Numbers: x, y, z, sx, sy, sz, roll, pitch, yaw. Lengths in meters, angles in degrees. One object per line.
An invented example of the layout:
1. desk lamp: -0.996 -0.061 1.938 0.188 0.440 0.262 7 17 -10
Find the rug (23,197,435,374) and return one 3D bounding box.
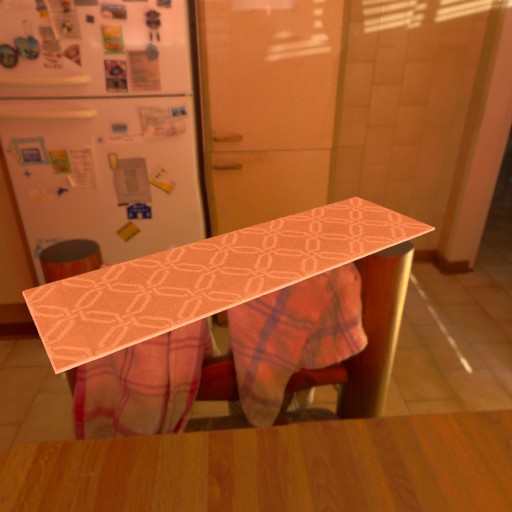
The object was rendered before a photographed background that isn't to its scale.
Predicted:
1. rug: 0.000 0.000 2.463 2.276 0.014 0.678 -18 33 -30
